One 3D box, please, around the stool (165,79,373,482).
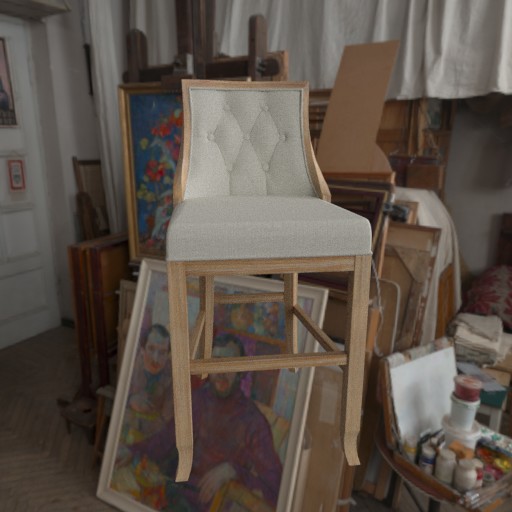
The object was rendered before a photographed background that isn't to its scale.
[{"bbox_3d":[0.000,0.000,1.401,0.524,1.101,0.626,-2,15,-7],"label":"stool"}]
